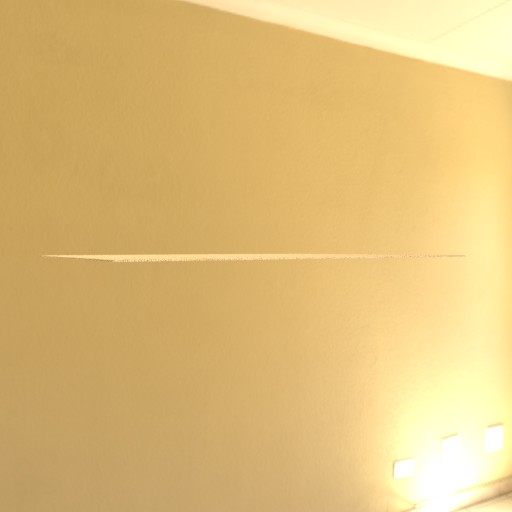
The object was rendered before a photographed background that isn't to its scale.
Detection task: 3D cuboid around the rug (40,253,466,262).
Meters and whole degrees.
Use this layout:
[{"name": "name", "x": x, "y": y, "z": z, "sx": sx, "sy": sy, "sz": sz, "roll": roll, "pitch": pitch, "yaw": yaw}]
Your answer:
[{"name": "rug", "x": 0.000, "y": 0.000, "z": 2.174, "sx": 1.752, "sy": 0.006, "sz": 1.142, "roll": -1, "pitch": 1, "yaw": -35}]
